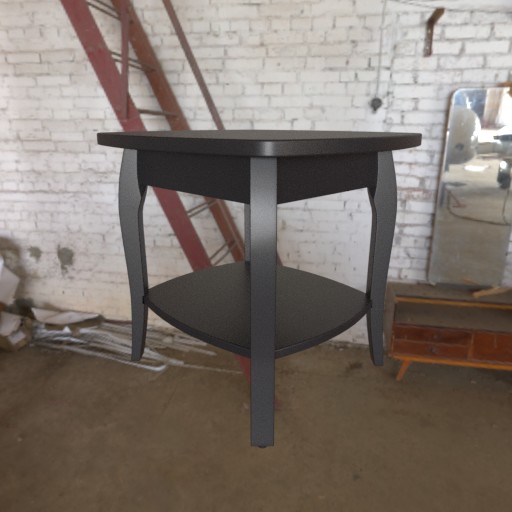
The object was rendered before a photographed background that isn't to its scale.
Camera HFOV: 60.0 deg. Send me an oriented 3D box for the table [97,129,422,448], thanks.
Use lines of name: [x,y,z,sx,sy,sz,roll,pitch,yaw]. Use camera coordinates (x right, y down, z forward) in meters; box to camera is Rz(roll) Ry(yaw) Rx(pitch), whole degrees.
table: [0.000,0.000,0.853,0.457,0.457,0.508,-16,23,-42]
